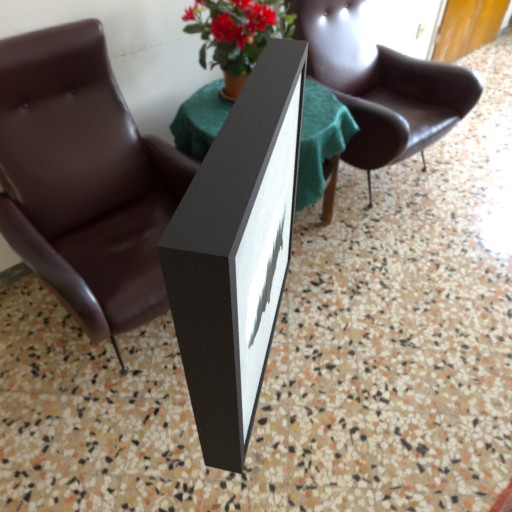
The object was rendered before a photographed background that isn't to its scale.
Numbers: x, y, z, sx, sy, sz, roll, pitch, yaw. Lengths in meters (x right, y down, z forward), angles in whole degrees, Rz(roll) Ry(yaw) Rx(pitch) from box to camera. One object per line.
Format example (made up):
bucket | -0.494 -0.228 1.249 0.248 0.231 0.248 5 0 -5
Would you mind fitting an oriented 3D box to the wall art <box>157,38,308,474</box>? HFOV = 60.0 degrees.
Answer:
wall art | 0.000 0.000 0.437 0.038 0.304 0.304 9 46 9
